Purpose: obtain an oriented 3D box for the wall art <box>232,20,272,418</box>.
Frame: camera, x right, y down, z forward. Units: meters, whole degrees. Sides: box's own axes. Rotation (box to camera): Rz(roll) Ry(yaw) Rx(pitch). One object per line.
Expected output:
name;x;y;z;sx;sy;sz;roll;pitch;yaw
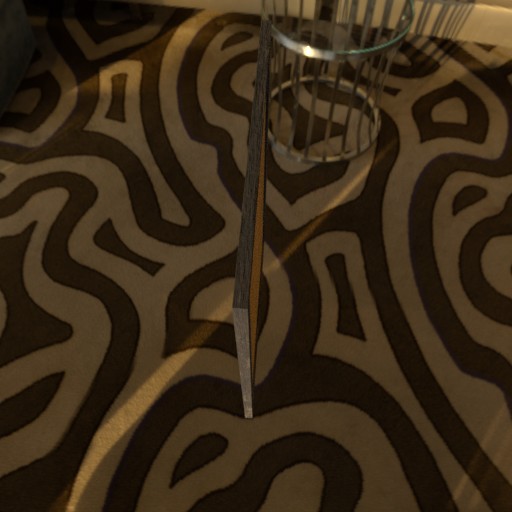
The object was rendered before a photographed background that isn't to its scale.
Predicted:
wall art;0.000;0.000;1.421;0.029;1.066;0.812;3;61;2
